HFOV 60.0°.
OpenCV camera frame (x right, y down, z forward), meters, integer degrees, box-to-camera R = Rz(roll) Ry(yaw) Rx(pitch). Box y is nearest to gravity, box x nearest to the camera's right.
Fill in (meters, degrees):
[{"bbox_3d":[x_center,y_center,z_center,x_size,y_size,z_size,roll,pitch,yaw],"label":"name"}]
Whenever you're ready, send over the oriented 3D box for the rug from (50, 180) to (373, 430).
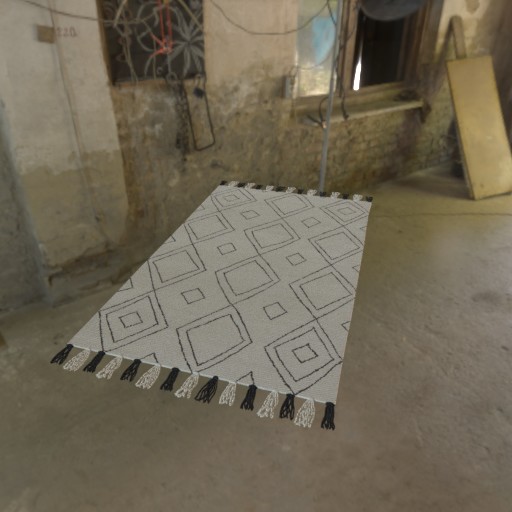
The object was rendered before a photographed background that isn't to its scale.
[{"bbox_3d":[0.000,0.000,3.276,1.524,0.021,2.755,9,32,14],"label":"rug"}]
